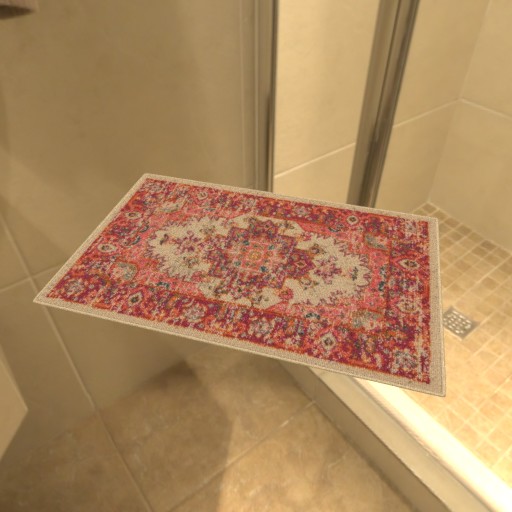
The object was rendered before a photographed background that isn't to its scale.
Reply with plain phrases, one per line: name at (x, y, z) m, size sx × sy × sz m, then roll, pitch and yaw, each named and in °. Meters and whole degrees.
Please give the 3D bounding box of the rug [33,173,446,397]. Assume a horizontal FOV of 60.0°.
rug at (0.000, 0.000, 1.085) m, size 0.868 × 0.004 × 0.556 m, roll 11°, pitch 43°, yaw 12°
